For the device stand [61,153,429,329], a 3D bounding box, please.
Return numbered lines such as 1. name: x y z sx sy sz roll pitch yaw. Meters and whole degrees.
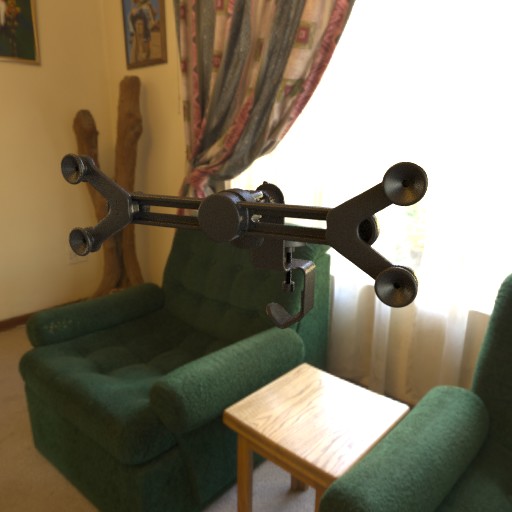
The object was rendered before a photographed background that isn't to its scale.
1. device stand: 0.000 0.000 0.366 0.270 0.166 0.142 8 17 26
